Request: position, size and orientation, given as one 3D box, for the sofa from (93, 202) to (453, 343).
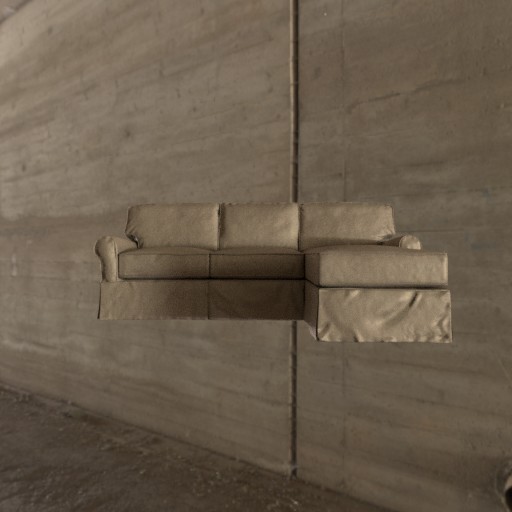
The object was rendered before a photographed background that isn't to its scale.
[{"bbox_3d":[0.000,0.000,3.324,2.475,0.978,1.733,0,0,2],"label":"sofa"}]
